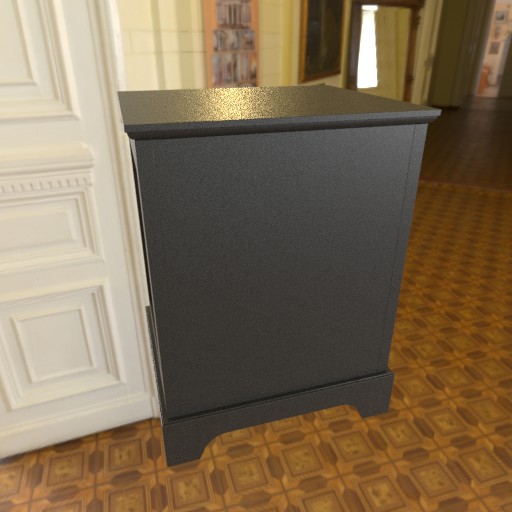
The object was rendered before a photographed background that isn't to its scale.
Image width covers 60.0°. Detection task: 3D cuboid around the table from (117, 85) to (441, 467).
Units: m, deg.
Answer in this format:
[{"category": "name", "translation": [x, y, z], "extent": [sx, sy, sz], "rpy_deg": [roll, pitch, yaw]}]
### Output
[{"category": "table", "translation": [0.000, 0.000, 0.907], "extent": [0.460, 0.610, 0.399], "rpy_deg": [-8, 27, -15]}]
